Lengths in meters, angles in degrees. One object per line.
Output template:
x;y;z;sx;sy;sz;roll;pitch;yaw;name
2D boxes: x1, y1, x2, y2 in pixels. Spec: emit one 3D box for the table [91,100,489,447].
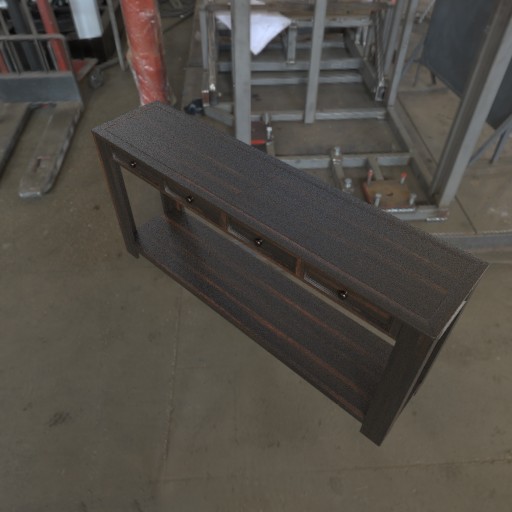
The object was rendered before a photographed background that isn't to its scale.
0.000;0.000;1.942;1.631;0.762;0.384;33;54;28;table
